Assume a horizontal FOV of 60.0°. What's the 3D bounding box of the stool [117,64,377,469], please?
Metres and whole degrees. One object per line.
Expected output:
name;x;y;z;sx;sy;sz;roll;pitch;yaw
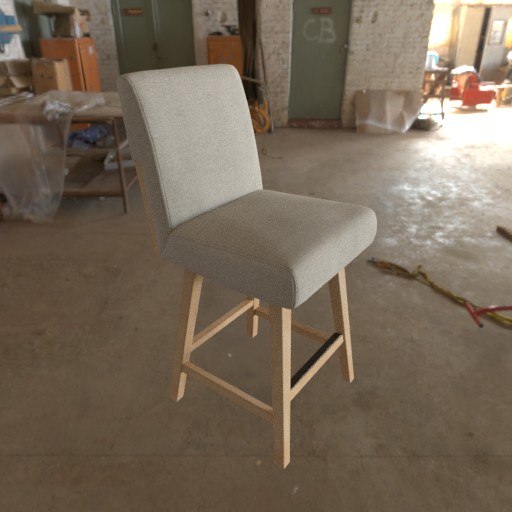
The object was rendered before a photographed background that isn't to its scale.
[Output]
stool;0.000;0.000;1.409;0.606;1.085;0.507;19;33;32
